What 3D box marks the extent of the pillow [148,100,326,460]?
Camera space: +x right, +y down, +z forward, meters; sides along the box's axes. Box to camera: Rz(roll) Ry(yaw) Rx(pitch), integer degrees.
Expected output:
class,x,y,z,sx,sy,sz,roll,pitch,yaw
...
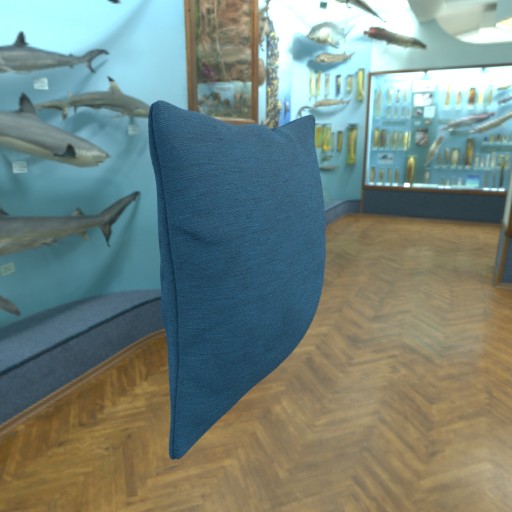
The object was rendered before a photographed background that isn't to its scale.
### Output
class,x,y,z,sx,sy,sz,roll,pitch,yaw
pillow,0.000,0.000,0.667,0.177,0.420,0.437,8,17,26
